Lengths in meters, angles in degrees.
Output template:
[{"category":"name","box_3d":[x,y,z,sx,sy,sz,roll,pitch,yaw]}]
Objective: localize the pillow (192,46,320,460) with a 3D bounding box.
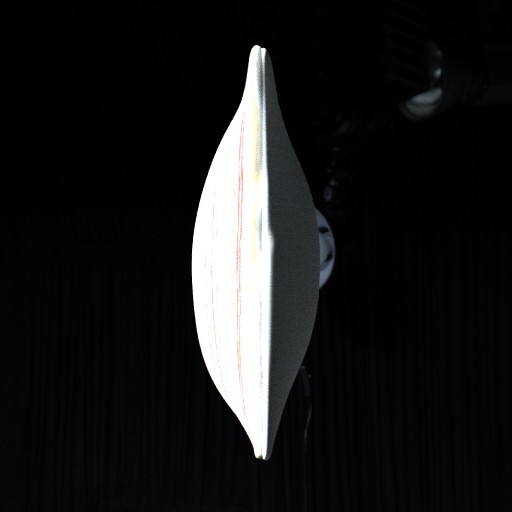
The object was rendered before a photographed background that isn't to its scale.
[{"category":"pillow","box_3d":[0.000,0.000,0.685,0.191,0.449,0.451,0,-1,1]}]
